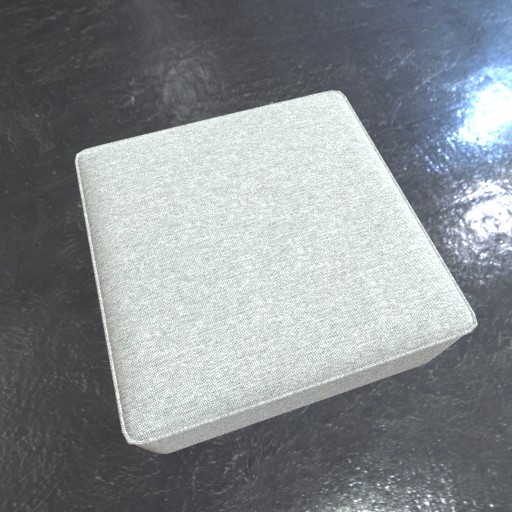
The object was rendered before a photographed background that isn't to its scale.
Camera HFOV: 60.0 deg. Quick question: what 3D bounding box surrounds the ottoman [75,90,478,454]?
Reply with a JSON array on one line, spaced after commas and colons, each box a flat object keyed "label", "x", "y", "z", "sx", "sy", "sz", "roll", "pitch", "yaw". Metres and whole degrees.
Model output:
[{"label": "ottoman", "x": 0.000, "y": 0.000, "z": 1.532, "sx": 1.005, "sy": 0.455, "sz": 1.005, "roll": -16, "pitch": 63, "yaw": -8}]
